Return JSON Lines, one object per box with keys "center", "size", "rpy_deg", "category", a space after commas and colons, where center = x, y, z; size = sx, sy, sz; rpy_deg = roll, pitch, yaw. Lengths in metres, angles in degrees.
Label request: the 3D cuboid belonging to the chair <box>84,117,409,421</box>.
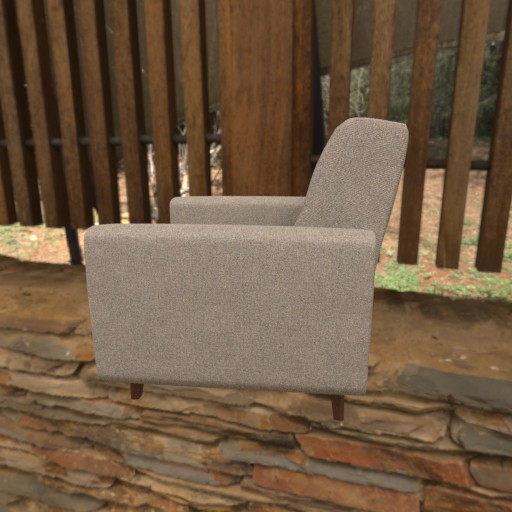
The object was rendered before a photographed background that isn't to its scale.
{"center": [0.000, 0.000, 1.652], "size": [0.942, 0.968, 0.845], "rpy_deg": [3, 15, 10], "category": "chair"}
